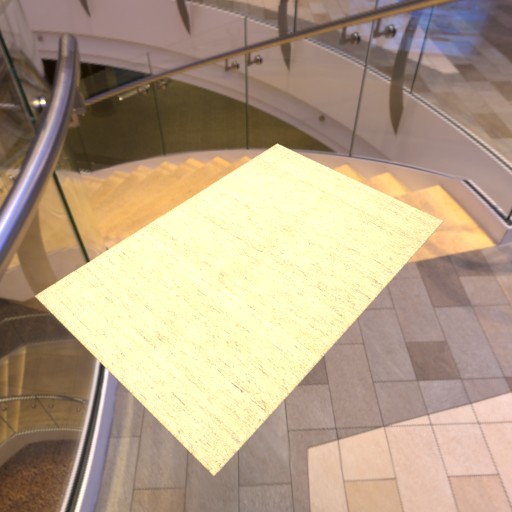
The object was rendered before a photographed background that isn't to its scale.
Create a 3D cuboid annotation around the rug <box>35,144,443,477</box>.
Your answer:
[{"bbox_3d":[0.000,0.000,2.360,1.250,0.015,1.850,33,54,28],"label":"rug"}]
